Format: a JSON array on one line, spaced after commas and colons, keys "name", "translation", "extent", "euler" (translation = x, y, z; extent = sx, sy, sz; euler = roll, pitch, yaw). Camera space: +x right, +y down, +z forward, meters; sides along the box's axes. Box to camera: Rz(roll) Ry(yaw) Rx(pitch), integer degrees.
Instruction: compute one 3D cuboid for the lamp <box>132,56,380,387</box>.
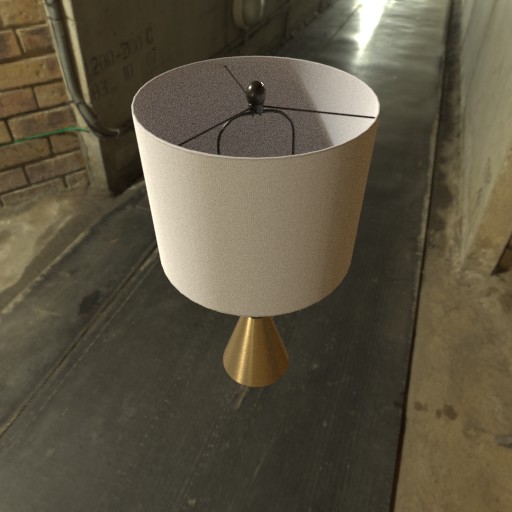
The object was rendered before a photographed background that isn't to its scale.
[{"name": "lamp", "translation": [0.000, 0.000, 0.731], "extent": [0.304, 0.573, 0.304], "euler": [-12, 44, -13]}]
